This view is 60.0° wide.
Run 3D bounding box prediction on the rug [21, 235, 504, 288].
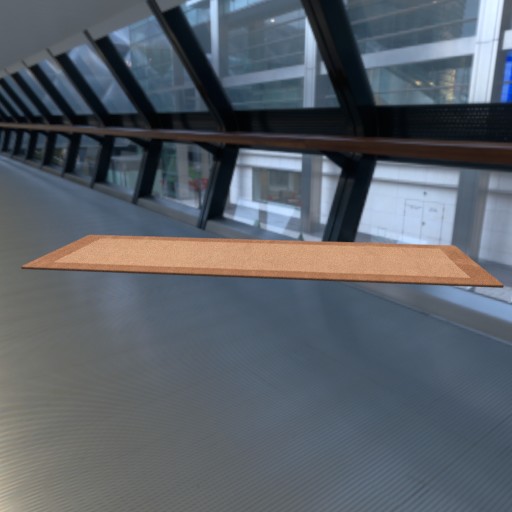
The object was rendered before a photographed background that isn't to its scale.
[{"bbox_3d":[0.000,0.000,2.582,2.439,0.017,0.764,2,16,7],"label":"rug"}]
